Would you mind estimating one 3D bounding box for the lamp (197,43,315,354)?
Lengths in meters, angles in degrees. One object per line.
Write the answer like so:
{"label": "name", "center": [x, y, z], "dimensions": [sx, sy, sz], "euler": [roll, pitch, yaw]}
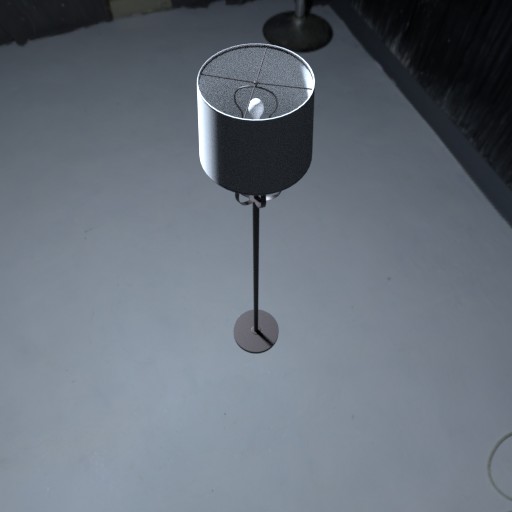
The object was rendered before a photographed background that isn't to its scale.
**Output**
{"label": "lamp", "center": [0.000, 0.000, 1.573], "dimensions": [0.286, 1.462, 0.286], "euler": [-16, 60, -9]}
